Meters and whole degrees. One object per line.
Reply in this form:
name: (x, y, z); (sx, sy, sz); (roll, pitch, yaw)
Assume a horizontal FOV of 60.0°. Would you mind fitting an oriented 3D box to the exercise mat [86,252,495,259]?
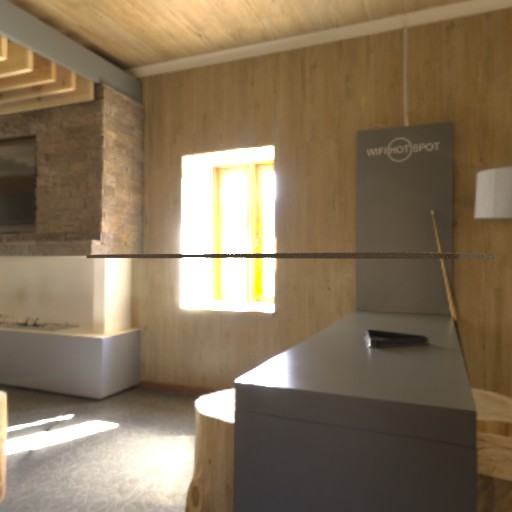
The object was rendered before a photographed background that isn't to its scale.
exercise mat: (0.000, 0.000, 2.044); (1.884, 0.021, 0.616); (0, 0, 37)
